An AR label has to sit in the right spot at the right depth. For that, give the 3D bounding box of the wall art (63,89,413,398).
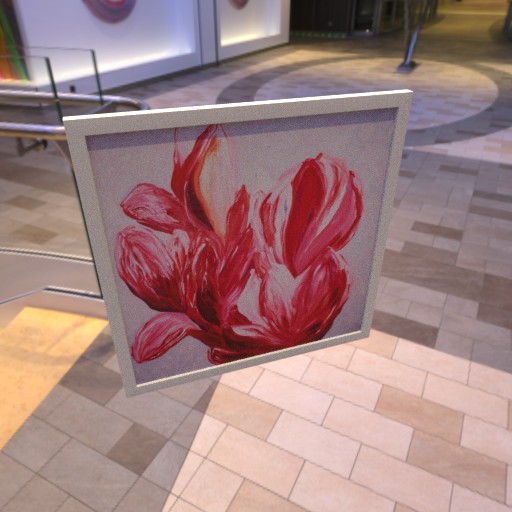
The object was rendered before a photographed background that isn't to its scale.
[{"bbox_3d":[0.000,0.000,0.987,0.664,0.661,0.020,-10,33,-16],"label":"wall art"}]
